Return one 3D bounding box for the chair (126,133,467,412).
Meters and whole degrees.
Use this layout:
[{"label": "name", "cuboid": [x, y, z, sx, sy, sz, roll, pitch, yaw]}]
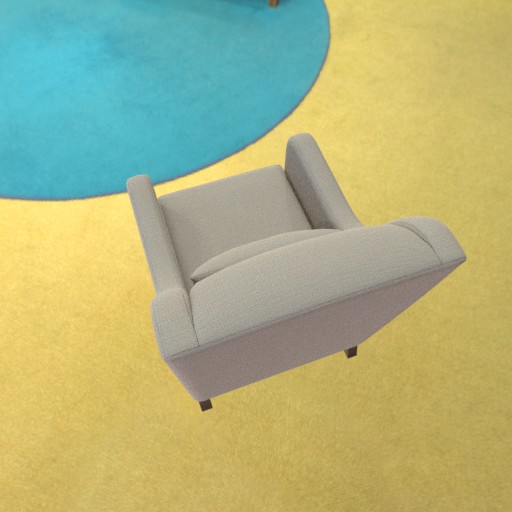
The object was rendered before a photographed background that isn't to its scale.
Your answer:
[{"label": "chair", "cuboid": [0.000, 0.000, 1.553, 0.715, 1.017, 0.896, -17, 60, -10]}]
